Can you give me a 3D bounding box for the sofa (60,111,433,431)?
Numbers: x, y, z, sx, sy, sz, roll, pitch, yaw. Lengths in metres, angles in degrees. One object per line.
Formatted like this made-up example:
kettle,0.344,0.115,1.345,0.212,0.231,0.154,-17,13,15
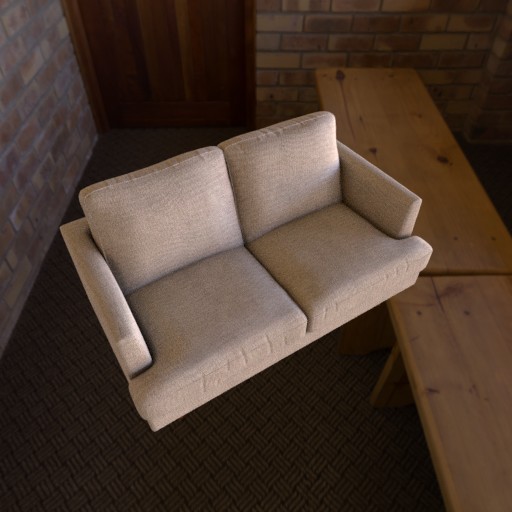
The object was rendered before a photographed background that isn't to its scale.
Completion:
sofa,0.000,0.000,2.184,1.582,0.944,0.903,-24,50,-22
